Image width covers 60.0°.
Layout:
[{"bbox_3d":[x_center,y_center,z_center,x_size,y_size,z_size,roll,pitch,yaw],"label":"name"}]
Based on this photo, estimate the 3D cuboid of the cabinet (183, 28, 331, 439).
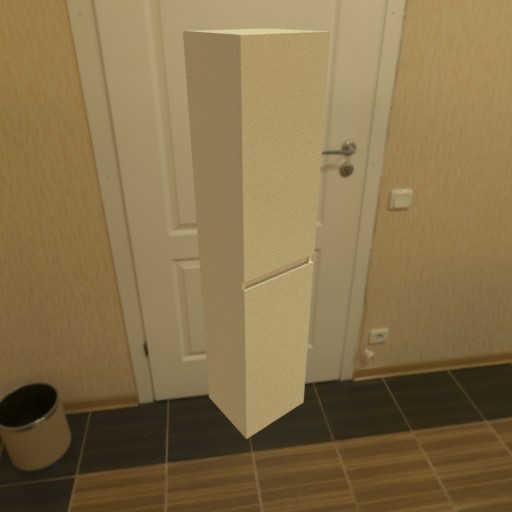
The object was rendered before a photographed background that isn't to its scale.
[{"bbox_3d":[0.000,0.000,1.546,0.300,1.400,0.269,-21,35,-32],"label":"cabinet"}]
